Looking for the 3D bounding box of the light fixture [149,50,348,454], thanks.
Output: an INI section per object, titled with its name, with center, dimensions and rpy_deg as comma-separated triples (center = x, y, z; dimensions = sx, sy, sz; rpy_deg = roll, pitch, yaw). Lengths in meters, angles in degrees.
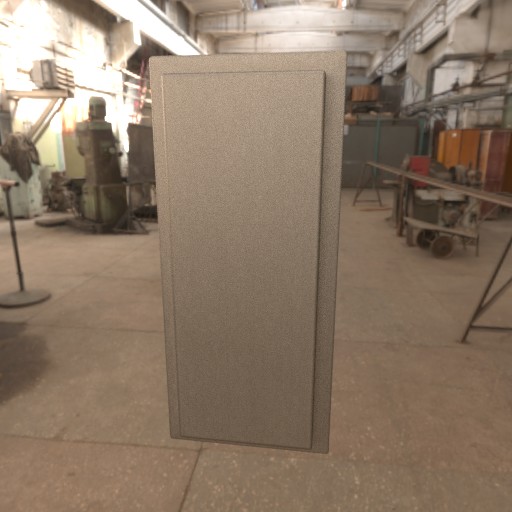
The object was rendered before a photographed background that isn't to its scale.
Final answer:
[light fixture]
center = 0.000, 0.000, 0.476
dimensions = 0.168, 0.380, 0.160
rpy_deg = 2, 15, 8
